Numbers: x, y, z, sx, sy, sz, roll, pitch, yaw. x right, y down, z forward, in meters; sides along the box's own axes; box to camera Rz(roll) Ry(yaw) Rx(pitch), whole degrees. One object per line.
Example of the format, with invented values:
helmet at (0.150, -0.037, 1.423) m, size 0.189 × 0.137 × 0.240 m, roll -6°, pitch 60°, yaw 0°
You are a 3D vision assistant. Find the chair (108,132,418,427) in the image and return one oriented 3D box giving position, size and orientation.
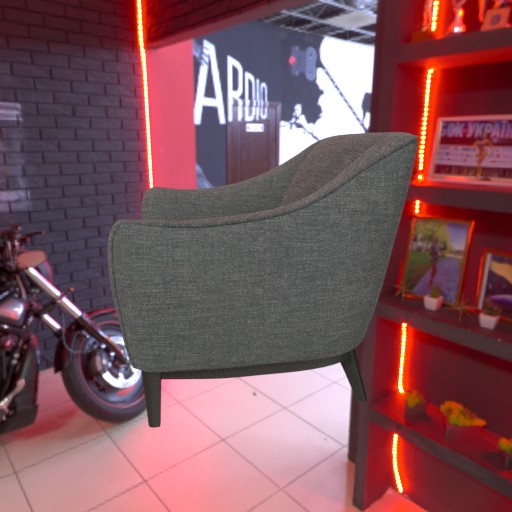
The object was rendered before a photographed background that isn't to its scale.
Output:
chair at (0.000, 0.000, 1.550) m, size 0.851 × 0.829 × 0.870 m, roll -2°, pitch 14°, yaw -8°
